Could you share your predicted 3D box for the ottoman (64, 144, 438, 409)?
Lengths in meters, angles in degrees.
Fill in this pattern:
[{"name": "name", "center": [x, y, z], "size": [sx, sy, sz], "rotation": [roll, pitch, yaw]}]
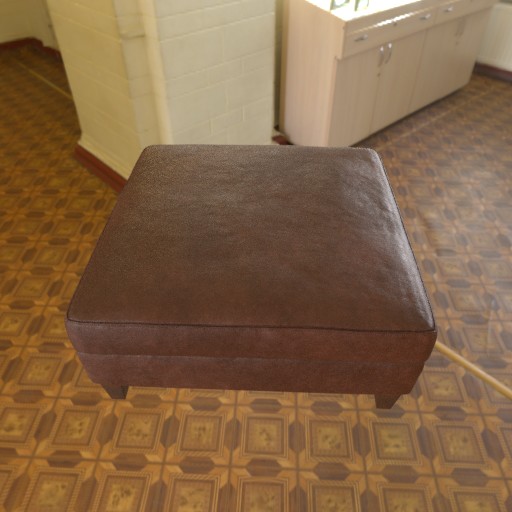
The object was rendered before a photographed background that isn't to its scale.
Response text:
[{"name": "ottoman", "center": [0.000, 0.000, 1.347], "size": [0.844, 0.415, 0.836], "rotation": [2, 42, 2]}]
